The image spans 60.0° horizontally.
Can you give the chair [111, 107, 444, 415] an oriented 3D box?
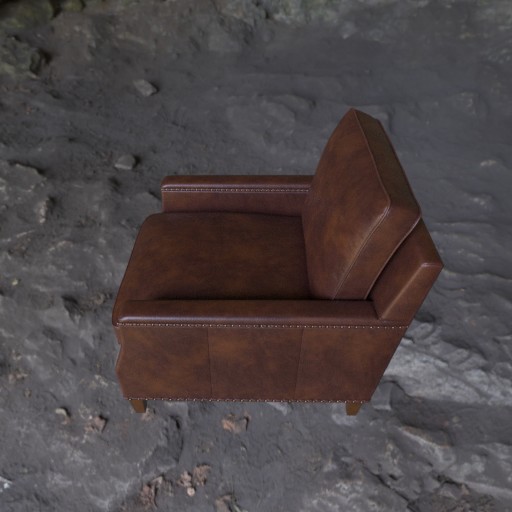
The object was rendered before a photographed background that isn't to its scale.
[{"bbox_3d":[0.000,0.000,1.711,1.014,0.929,0.853,1,41,1],"label":"chair"}]
